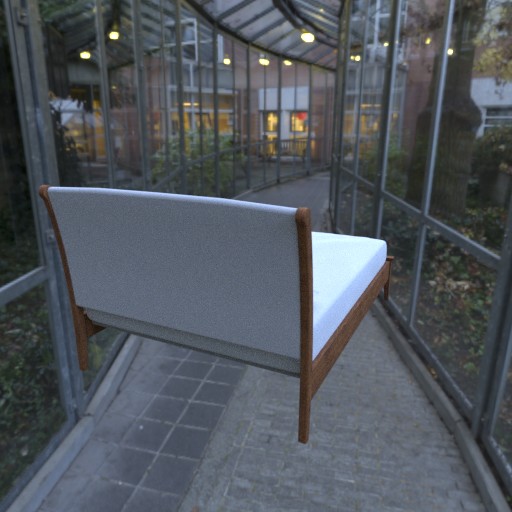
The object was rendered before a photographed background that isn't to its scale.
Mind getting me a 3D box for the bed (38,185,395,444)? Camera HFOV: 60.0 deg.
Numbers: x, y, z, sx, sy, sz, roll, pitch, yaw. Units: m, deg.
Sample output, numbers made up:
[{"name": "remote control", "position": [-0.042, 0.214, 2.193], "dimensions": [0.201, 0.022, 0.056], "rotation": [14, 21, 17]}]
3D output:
[{"name": "bed", "position": [0.000, 0.000, 3.020], "dimensions": [1.502, 1.135, 2.108], "rotation": [8, 19, 25]}]
